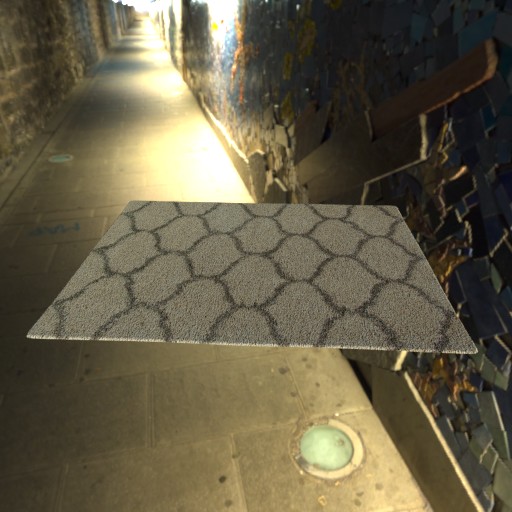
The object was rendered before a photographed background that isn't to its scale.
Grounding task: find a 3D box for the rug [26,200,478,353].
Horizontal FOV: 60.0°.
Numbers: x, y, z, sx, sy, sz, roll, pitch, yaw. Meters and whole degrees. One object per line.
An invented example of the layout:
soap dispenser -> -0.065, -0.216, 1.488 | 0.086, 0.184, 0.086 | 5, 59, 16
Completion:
rug -> 0.000, 0.000, 3.960 | 3.000, 0.026, 2.399 | 1, 30, 3
